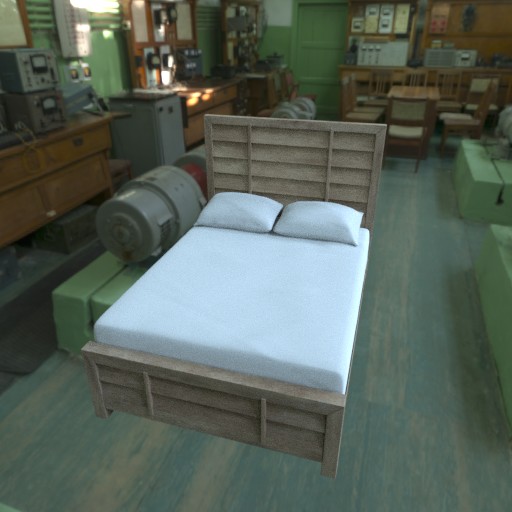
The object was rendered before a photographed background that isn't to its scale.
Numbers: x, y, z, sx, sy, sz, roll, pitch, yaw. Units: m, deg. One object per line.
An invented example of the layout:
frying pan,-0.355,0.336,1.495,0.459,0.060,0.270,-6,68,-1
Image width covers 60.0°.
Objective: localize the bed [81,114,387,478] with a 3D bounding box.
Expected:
bed,0.000,0.000,3.357,1.626,1.626,2.197,8,29,15
